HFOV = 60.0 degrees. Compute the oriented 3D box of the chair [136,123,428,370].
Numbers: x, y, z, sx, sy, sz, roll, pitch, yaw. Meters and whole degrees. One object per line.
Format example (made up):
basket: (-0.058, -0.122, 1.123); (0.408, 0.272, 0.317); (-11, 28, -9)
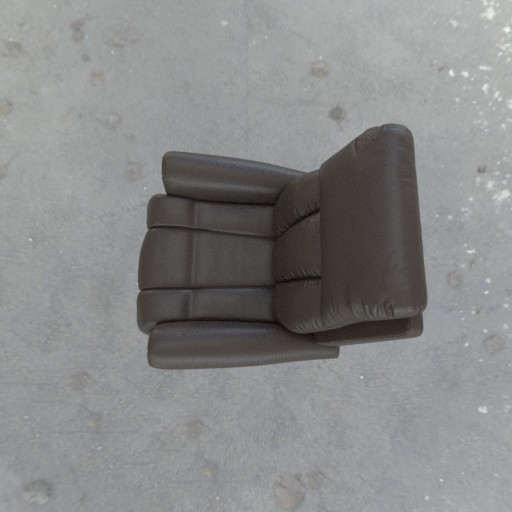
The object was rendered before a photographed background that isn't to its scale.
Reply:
chair: (0.000, 0.000, 1.730); (0.978, 1.028, 0.869); (1, 75, 0)
